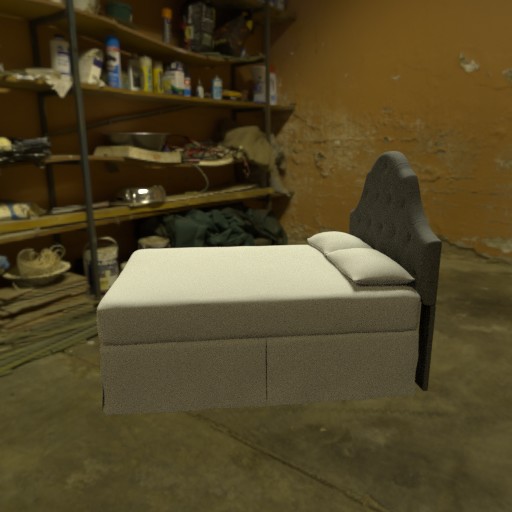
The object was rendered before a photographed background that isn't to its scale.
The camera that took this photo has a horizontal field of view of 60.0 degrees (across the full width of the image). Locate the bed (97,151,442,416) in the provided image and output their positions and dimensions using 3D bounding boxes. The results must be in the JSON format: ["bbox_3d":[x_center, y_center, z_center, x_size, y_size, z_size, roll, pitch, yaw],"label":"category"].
[{"bbox_3d":[0.000,0.000,3.420,2.155,1.575,1.636,-2,13,-7],"label":"bed"}]
